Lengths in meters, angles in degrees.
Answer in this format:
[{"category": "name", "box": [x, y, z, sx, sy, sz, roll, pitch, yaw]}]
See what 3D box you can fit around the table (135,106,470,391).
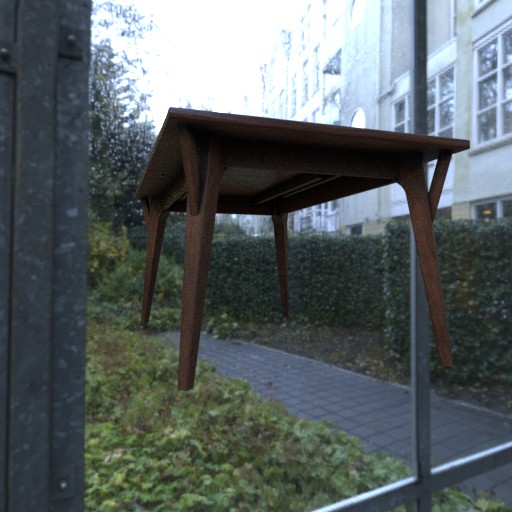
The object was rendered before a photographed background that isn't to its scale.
[{"category": "table", "box": [0.000, 0.000, 2.031, 0.990, 0.761, 1.524, 0, -1, -18]}]
